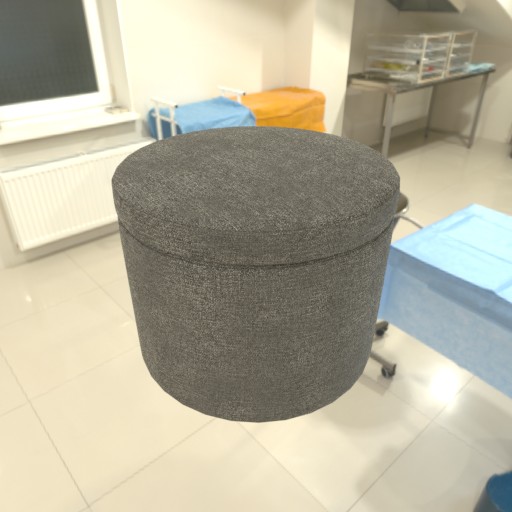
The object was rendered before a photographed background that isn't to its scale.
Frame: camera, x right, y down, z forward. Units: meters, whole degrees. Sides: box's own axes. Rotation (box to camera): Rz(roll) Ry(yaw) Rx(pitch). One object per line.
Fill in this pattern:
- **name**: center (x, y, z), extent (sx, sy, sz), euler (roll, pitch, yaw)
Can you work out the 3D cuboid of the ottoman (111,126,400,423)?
- **ottoman**: center (0.000, 0.000, 0.886), extent (0.500, 0.419, 0.500), euler (0, 31, 0)
